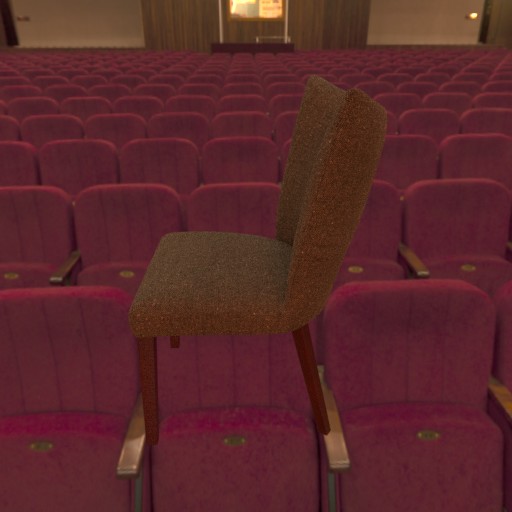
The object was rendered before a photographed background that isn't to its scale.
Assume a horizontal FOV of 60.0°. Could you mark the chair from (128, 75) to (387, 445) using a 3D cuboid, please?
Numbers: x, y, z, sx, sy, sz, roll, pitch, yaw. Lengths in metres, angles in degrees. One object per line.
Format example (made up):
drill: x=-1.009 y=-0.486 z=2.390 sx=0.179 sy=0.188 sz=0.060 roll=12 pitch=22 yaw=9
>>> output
chair: x=0.000 y=0.000 z=1.247 sx=0.623 sy=0.924 sz=0.535 roll=-1 pitch=25 yaw=-1
